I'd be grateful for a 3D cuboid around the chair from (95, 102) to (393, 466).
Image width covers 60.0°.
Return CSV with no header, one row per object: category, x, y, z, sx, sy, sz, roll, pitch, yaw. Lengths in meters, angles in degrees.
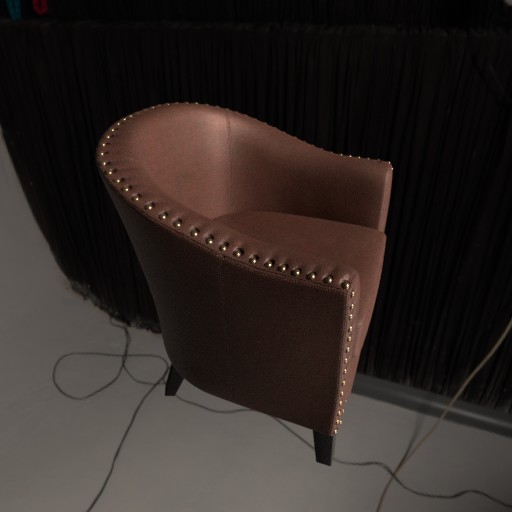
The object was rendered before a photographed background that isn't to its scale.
chair,0.000,0.000,1.372,0.748,0.823,0.794,11,32,17
